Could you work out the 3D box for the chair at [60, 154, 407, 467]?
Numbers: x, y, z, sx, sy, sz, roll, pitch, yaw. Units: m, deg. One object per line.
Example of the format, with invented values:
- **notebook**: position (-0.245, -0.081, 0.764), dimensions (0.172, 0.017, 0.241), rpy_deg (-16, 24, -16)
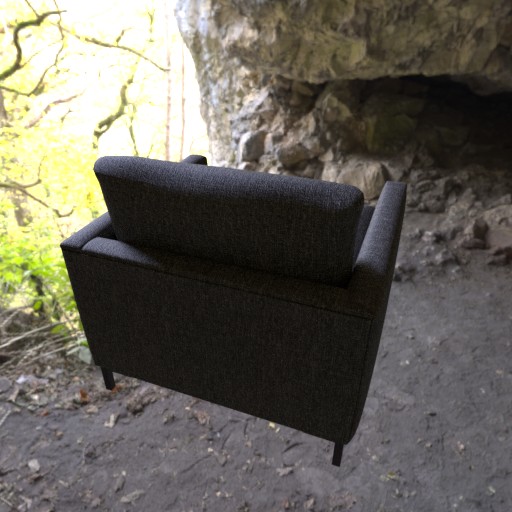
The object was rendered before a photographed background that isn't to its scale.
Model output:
- **chair**: position (0.000, 0.000, 1.611), dimensions (0.963, 0.861, 0.866), rpy_deg (11, 34, 17)
